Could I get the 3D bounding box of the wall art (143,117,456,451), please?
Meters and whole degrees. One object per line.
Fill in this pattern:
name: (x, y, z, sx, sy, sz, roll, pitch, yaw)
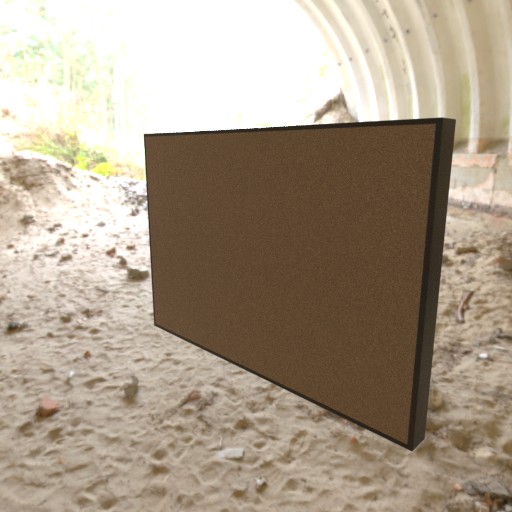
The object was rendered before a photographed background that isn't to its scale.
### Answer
wall art: (0.000, 0.000, 1.156, 0.939, 0.640, 0.058, 13, 18, 43)
